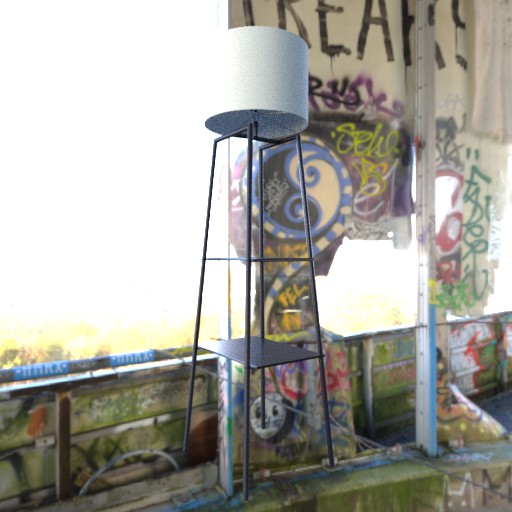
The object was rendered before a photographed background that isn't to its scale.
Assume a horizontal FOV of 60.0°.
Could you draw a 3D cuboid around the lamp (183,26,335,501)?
[{"bbox_3d":[0.000,0.000,1.609,0.384,1.474,0.427,0,1,-35],"label":"lamp"}]
